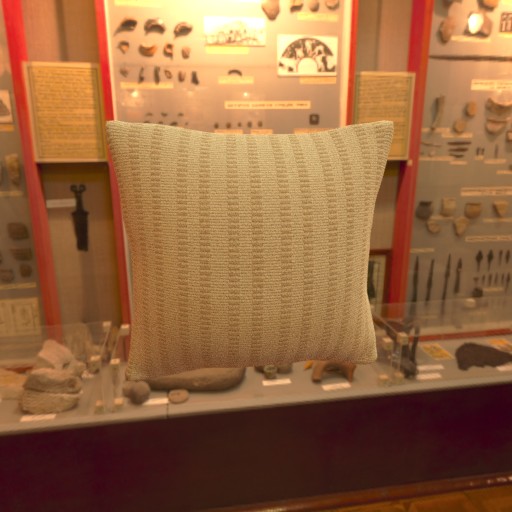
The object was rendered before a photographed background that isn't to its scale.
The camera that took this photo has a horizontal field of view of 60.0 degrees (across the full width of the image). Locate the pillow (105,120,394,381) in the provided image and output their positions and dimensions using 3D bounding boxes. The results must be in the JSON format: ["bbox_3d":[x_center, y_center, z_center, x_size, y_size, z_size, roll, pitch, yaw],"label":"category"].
[{"bbox_3d":[0.000,0.000,0.714,0.438,0.419,0.247,-2,16,-8],"label":"pillow"}]
